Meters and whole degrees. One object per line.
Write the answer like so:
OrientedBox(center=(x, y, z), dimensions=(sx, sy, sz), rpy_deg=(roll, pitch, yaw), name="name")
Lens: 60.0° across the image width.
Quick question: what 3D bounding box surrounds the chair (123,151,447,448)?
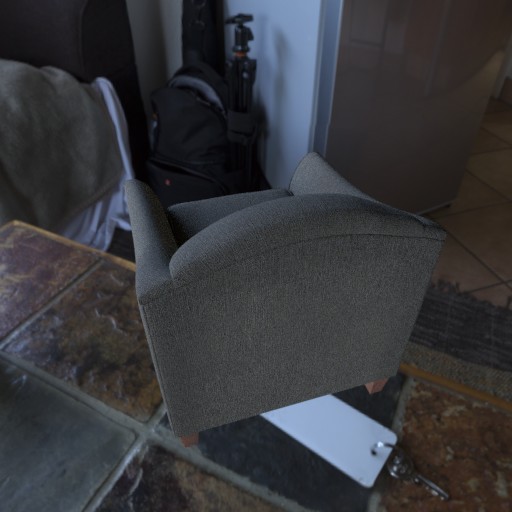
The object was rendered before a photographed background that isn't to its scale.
OrientedBox(center=(0.000, 0.000, 1.471), dimensions=(0.763, 0.839, 0.787), rpy_deg=(-11, 42, -13), name="chair")
